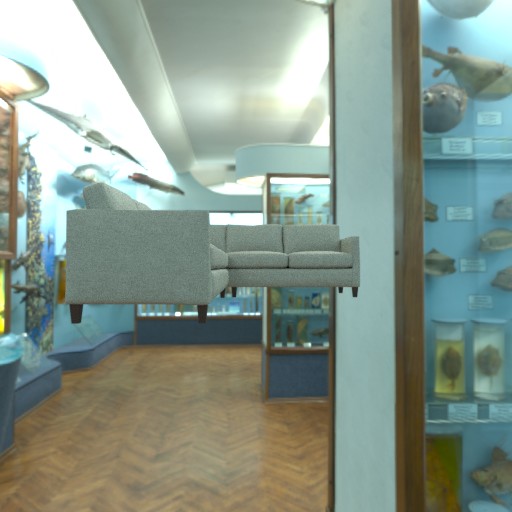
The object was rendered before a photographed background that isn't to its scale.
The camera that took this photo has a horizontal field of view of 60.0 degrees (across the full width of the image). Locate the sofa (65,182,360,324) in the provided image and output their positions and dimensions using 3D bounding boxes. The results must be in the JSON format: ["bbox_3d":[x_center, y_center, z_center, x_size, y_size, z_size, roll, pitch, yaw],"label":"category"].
[{"bbox_3d":[0.000,0.000,4.439,2.522,0.934,3.333,0,-1,-1],"label":"sofa"}]
